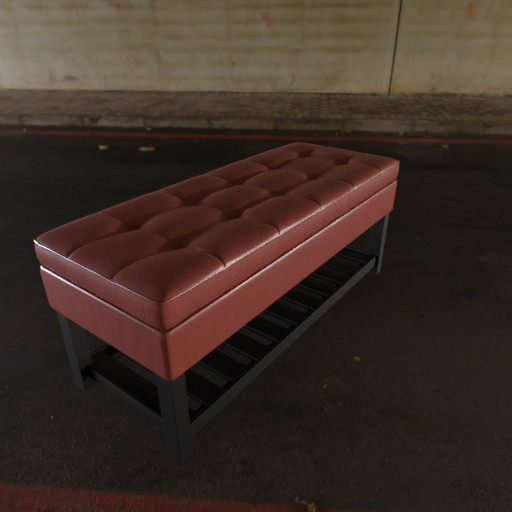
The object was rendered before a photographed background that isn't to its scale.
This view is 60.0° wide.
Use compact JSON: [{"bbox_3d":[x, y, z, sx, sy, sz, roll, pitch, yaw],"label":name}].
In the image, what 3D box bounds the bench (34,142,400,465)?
[{"bbox_3d":[0.000,0.000,1.352,0.432,0.460,1.105,20,34,32],"label":"bench"}]
